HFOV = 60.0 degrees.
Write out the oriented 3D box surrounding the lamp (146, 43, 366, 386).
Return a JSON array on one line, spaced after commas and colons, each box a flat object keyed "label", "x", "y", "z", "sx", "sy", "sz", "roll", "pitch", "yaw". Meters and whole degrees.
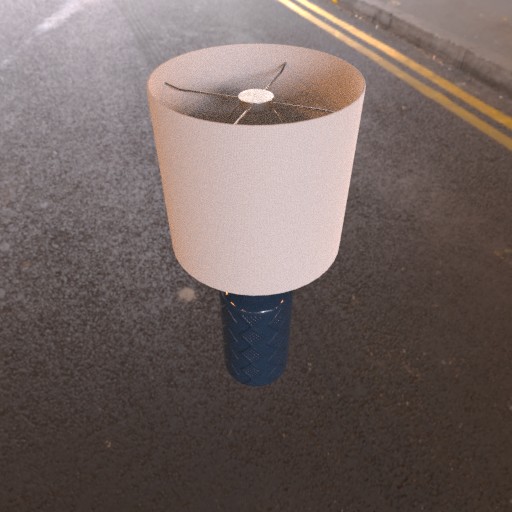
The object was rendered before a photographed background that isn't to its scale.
[{"label": "lamp", "x": 0.000, "y": 0.000, "z": 0.578, "sx": 0.207, "sy": 0.461, "sz": 0.207, "roll": 14, "pitch": 44, "yaw": 15}]
